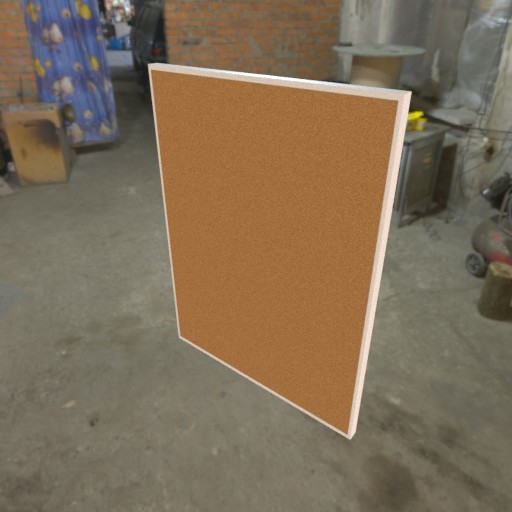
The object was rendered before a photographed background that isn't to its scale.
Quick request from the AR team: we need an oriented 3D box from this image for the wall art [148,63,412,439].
[{"bbox_3d":[0.000,0.000,1.378,0.795,1.050,0.039,22,36,33],"label":"wall art"}]
